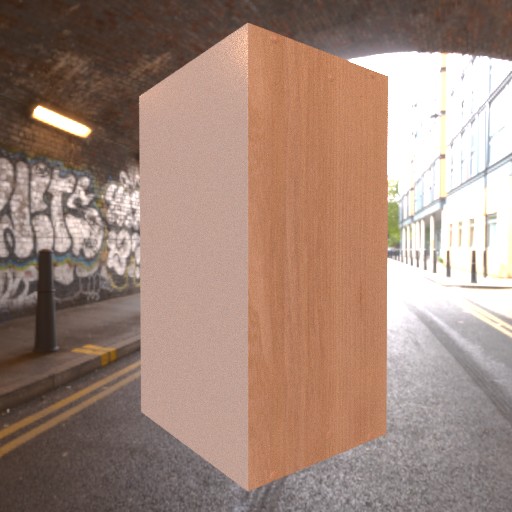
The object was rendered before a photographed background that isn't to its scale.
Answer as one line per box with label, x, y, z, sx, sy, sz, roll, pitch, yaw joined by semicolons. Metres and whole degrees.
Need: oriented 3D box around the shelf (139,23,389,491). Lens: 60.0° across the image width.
shelf;0.000;0.000;0.792;0.290;0.600;0.350;-1;2;-37
